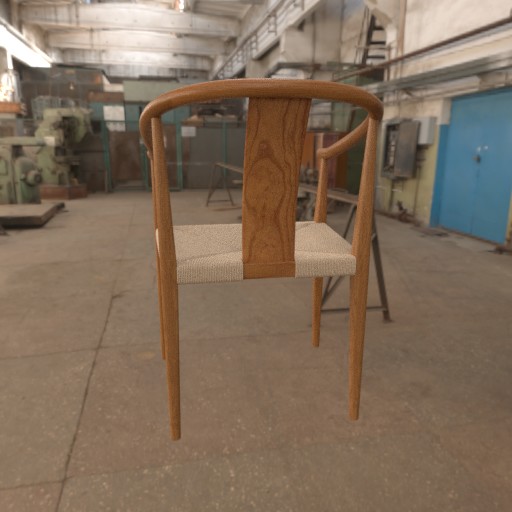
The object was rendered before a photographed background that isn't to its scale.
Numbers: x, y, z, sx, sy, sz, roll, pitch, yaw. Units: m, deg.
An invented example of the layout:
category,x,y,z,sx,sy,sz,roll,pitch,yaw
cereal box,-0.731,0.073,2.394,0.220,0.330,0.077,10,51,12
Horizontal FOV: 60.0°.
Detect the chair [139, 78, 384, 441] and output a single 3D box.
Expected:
category,x,y,z,sx,sy,sz,roll,pitch,yaw
chair,0.000,0.000,1.162,0.556,0.800,0.579,-3,14,-10
